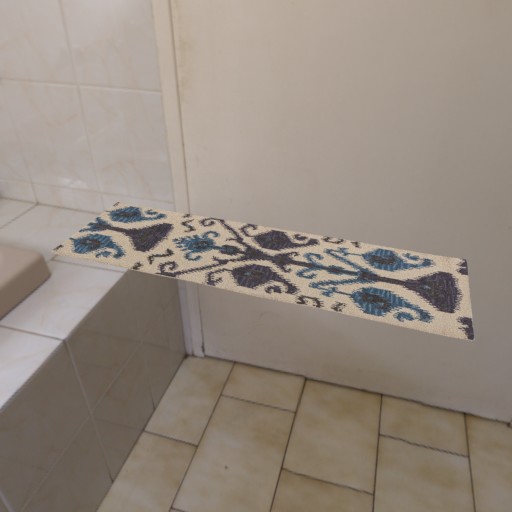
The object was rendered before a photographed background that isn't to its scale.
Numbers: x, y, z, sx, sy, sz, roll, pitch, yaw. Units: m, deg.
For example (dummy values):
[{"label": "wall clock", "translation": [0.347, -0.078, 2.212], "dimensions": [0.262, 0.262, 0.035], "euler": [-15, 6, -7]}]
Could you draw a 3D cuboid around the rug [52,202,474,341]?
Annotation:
[{"label": "rug", "translation": [0.000, 0.000, 2.557], "dimensions": [2.301, 0.017, 0.692], "euler": [11, 35, 15]}]
